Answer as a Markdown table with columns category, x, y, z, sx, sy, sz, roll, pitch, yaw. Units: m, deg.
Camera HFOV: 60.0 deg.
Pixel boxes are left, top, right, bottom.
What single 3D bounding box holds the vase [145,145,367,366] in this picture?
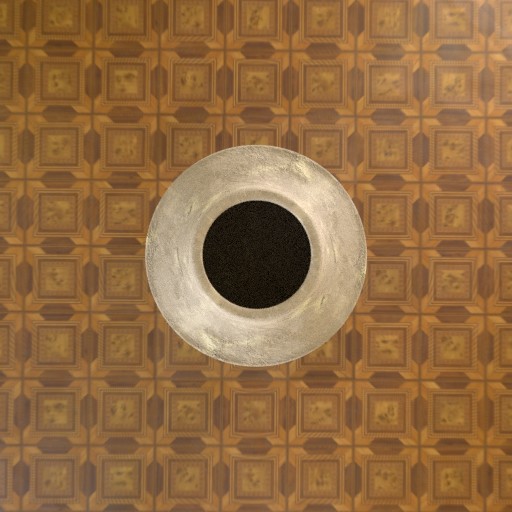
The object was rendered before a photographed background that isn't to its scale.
| category | x | y | z | sx | sy | sz | roll | pitch | yaw |
| --- | --- | --- | --- | --- | --- | --- | --- | --- | --- |
| vase | 0.000 | 0.000 | 0.420 | 0.184 | 0.305 | 0.184 | 0 | 90 | 0 |
